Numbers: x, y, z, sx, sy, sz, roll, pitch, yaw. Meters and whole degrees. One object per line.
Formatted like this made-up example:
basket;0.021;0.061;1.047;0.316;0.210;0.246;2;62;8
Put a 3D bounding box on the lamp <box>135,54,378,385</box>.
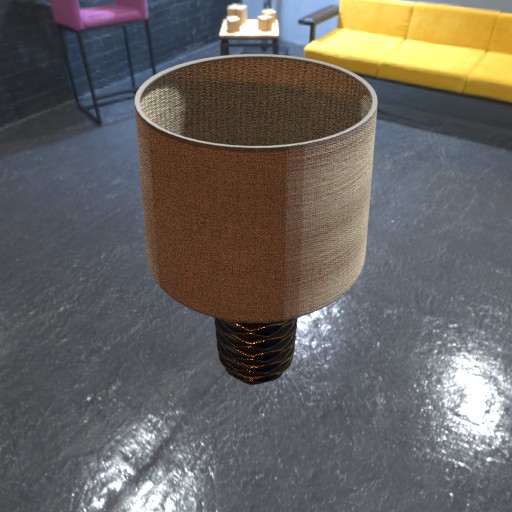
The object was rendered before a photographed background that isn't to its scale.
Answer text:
lamp;0.000;0.000;0.798;0.376;0.594;0.376;0;41;0
